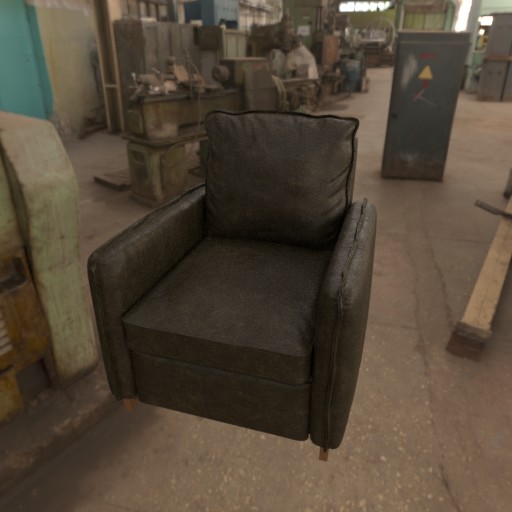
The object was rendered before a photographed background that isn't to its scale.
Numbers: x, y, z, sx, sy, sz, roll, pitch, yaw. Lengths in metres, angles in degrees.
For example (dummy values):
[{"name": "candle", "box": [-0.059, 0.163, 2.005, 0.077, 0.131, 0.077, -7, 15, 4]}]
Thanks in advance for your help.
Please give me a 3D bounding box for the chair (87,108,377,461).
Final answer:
[{"name": "chair", "box": [0.000, 0.000, 1.598, 0.830, 0.921, 0.921, 8, 27, 15]}]
